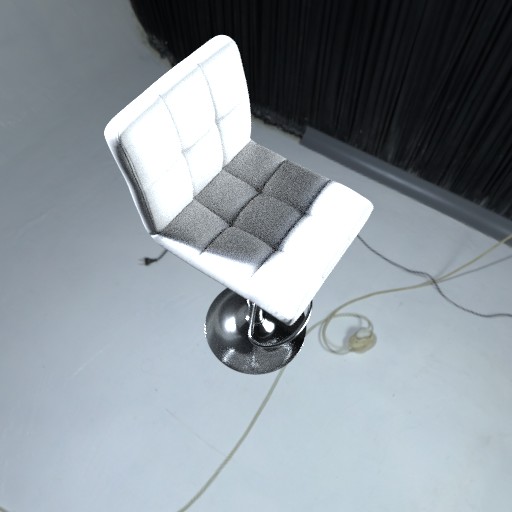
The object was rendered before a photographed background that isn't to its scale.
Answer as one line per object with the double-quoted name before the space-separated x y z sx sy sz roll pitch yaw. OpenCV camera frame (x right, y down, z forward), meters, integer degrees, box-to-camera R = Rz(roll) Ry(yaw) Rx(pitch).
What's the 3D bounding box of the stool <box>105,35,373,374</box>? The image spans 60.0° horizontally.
"stool" 0.000 0.000 1.382 0.505 1.115 0.430 31 64 17
